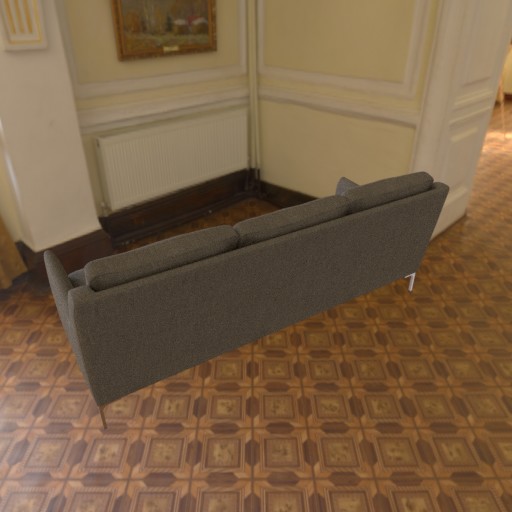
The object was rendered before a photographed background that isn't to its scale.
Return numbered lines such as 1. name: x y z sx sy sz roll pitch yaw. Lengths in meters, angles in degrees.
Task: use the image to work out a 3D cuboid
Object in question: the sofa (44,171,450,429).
1. sofa: 0.000 0.000 2.467 2.060 0.837 0.849 -18 35 -28
